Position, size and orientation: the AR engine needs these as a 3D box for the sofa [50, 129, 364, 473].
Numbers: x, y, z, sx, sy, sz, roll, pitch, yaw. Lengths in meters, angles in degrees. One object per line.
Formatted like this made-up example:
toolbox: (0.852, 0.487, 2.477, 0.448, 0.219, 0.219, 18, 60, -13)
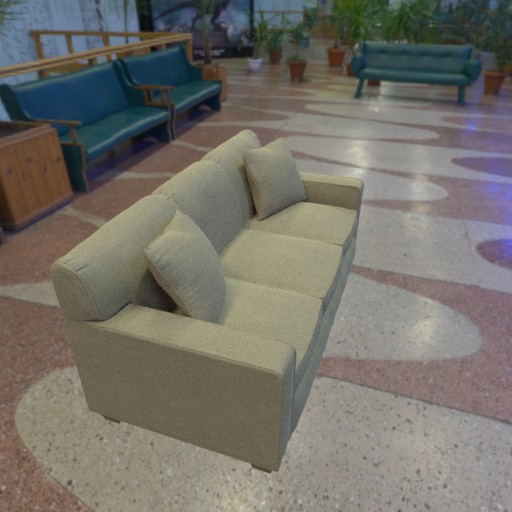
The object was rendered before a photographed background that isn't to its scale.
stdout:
sofa: (0.000, 0.000, 2.569, 0.997, 0.958, 2.024, 10, 32, 17)
